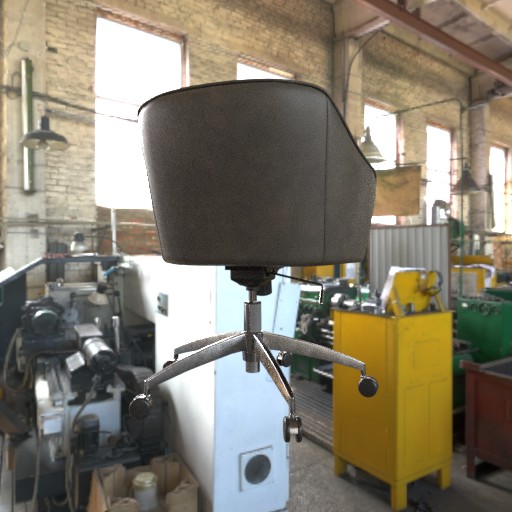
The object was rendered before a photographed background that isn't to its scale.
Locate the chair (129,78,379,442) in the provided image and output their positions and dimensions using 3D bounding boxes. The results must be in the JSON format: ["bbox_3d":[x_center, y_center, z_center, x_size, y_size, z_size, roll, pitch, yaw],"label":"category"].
[{"bbox_3d":[0.000,0.000,1.350,0.713,0.827,0.689,0,1,19],"label":"chair"}]
